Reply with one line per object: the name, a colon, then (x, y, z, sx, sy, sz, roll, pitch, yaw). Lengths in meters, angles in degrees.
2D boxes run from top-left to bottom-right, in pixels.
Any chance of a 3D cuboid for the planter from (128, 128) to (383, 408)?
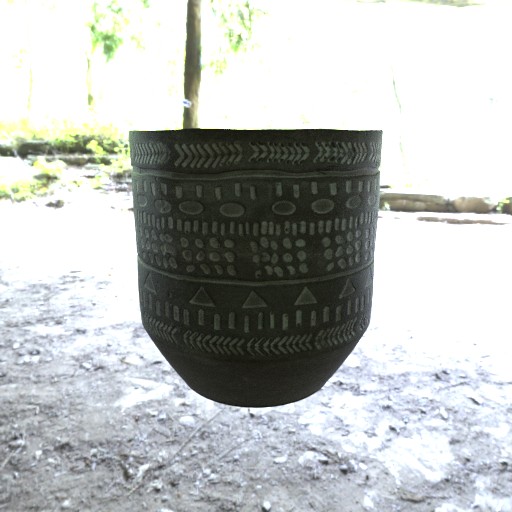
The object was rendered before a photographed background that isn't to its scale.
planter: (0.000, 0.000, 0.273, 0.142, 0.149, 0.142, 0, 15, 0)
